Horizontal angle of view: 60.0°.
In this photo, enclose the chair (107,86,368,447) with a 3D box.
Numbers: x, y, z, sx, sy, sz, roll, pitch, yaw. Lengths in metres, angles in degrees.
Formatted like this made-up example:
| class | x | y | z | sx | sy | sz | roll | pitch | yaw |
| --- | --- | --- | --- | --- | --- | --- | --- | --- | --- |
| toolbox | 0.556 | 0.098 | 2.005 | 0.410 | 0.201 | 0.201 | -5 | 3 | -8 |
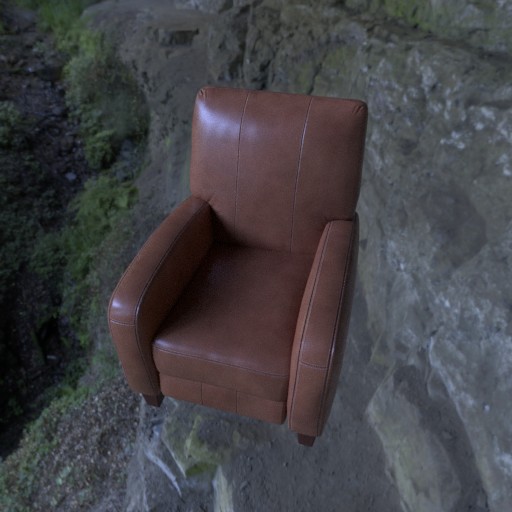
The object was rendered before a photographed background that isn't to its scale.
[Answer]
| class | x | y | z | sx | sy | sz | roll | pitch | yaw |
| --- | --- | --- | --- | --- | --- | --- | --- | --- | --- |
| chair | 0.000 | 0.000 | 1.686 | 0.762 | 0.990 | 0.990 | 10 | 41 | 12 |
